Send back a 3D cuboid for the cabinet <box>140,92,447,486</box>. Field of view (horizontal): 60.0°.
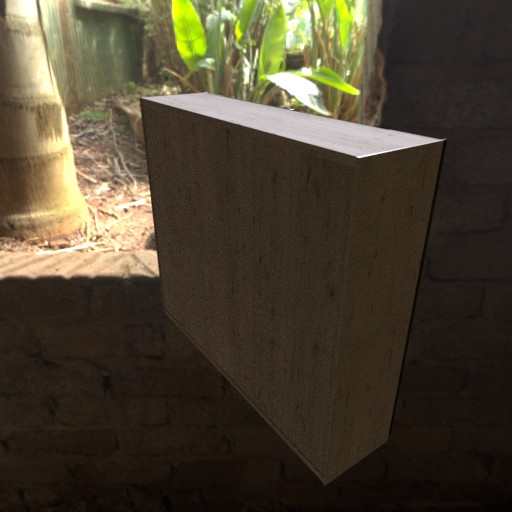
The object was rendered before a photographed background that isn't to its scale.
[{"bbox_3d":[0.000,0.000,3.518,0.660,2.180,2.500,-18,32,-31],"label":"cabinet"}]
